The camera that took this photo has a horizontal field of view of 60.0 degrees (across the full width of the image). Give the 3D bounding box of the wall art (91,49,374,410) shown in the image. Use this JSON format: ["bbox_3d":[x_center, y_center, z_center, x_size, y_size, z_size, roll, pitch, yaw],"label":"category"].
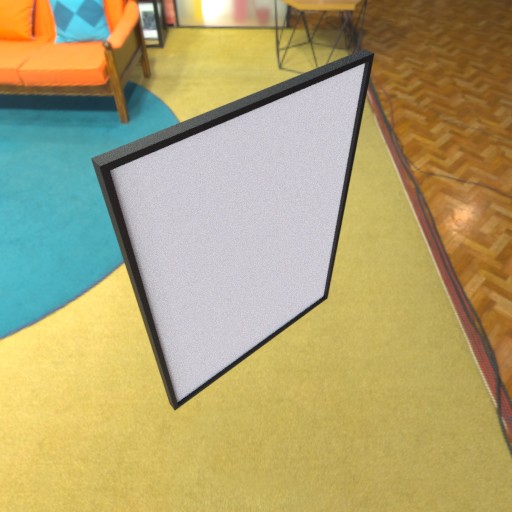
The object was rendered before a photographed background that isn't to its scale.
[{"bbox_3d":[0.000,0.000,1.412,0.802,1.070,0.036,-32,54,-26],"label":"wall art"}]
